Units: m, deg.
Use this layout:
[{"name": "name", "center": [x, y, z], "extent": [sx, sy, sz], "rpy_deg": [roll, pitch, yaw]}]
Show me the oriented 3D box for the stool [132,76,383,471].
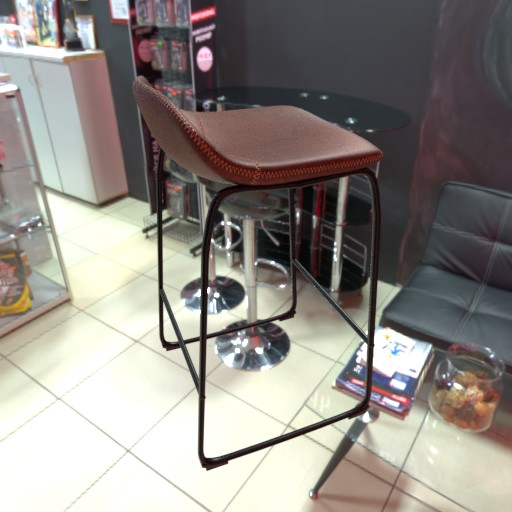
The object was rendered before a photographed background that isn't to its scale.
[{"name": "stool", "center": [0.000, 0.000, 1.077], "extent": [0.473, 0.830, 0.454], "rpy_deg": [-12, 33, -19]}]
